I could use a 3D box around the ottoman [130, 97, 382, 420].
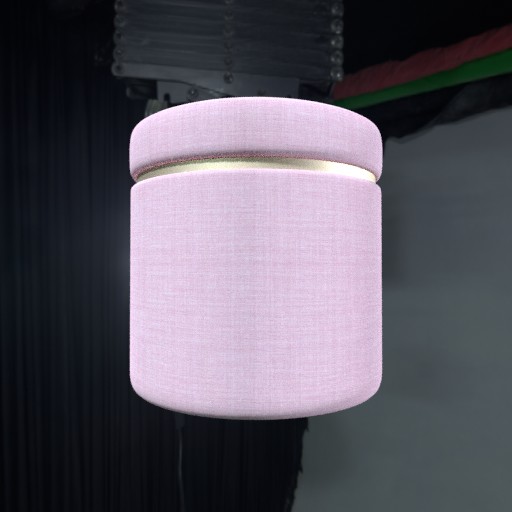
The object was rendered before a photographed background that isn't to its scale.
[{"bbox_3d":[0.000,0.000,0.727,0.400,0.406,0.400,0,-1,0],"label":"ottoman"}]
